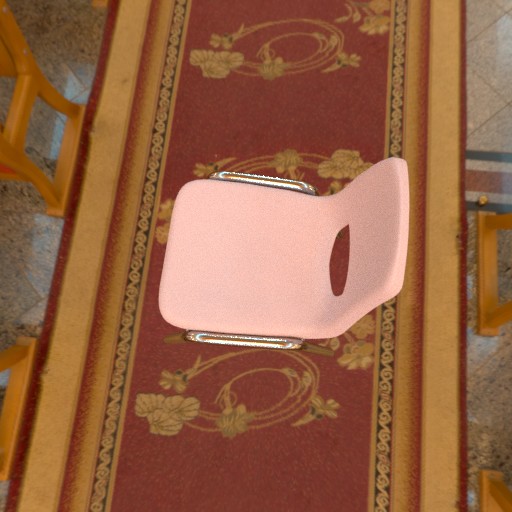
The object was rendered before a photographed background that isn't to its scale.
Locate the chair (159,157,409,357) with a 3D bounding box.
[{"bbox_3d":[0.000,0.000,0.861,0.423,0.586,0.354,6,76,2],"label":"chair"}]
